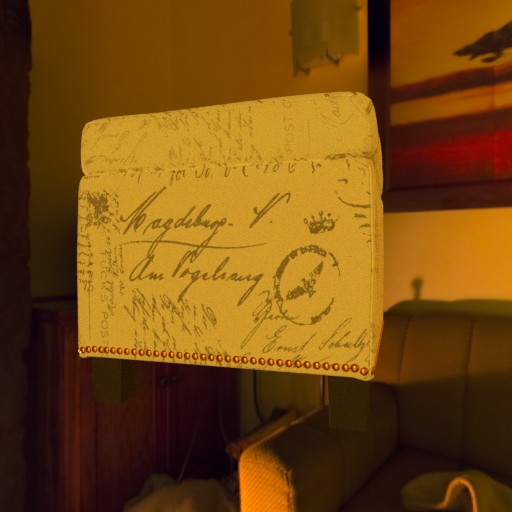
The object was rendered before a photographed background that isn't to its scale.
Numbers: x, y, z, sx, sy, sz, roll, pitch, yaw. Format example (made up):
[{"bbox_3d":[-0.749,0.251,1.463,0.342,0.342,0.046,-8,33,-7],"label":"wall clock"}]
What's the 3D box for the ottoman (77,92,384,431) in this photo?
[{"bbox_3d":[0.000,0.000,0.824,0.450,0.457,0.449,0,0,17],"label":"ottoman"}]
